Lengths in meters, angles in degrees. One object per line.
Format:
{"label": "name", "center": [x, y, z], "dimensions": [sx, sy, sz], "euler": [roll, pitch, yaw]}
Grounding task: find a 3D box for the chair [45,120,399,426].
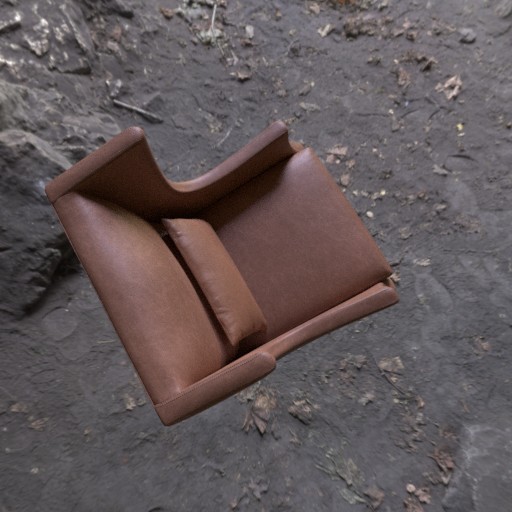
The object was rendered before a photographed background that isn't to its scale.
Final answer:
{"label": "chair", "center": [0.000, 0.000, 1.651], "dimensions": [0.913, 1.088, 0.815], "euler": [-30, 79, -7]}
